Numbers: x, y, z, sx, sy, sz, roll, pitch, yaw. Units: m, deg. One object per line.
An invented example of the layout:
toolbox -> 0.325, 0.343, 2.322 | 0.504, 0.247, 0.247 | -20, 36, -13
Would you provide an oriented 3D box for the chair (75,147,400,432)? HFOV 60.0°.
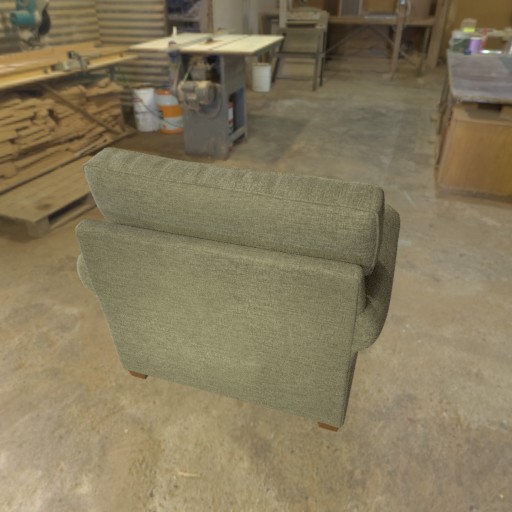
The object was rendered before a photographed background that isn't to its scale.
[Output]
chair -> 0.000, 0.000, 1.833 | 1.092, 0.961, 0.965 | 10, 33, 16
